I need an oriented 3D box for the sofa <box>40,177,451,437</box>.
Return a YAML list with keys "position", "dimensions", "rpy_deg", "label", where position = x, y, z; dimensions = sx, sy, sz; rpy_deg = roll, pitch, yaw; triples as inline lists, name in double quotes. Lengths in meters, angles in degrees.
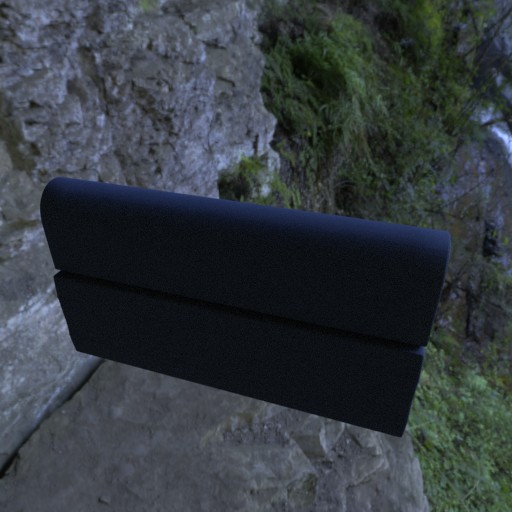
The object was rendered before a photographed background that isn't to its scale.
- position: [0.000, 0.000, 1.651]
  dimensions: [1.219, 0.660, 0.762]
  rpy_deg: [10, 33, 16]
  label: "sofa"
